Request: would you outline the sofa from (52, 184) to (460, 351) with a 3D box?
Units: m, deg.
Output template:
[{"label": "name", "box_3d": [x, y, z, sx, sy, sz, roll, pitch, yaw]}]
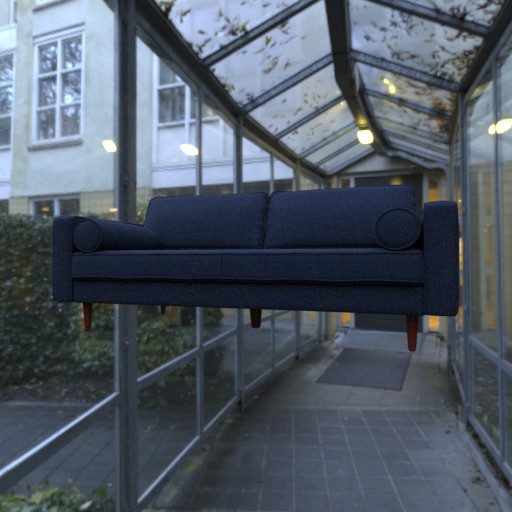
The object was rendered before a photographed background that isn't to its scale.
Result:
[{"label": "sofa", "box_3d": [0.000, 0.000, 2.337, 1.880, 0.762, 0.914, 0, -1, 18]}]
